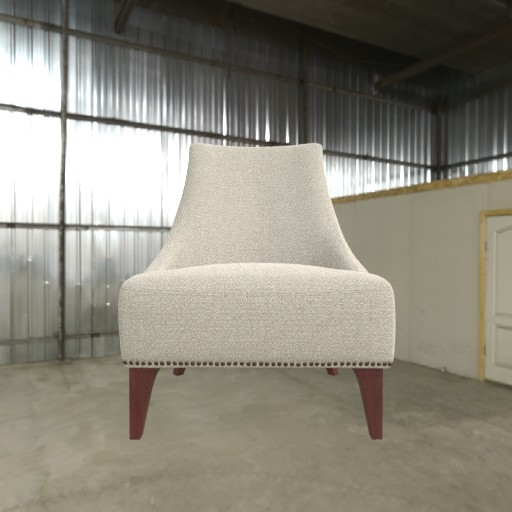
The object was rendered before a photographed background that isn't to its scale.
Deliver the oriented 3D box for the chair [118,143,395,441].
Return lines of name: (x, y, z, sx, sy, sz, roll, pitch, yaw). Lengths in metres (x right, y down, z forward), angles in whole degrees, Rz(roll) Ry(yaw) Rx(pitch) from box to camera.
chair: (0.000, 0.000, 1.488, 0.701, 0.909, 0.861, 0, 1, 0)
